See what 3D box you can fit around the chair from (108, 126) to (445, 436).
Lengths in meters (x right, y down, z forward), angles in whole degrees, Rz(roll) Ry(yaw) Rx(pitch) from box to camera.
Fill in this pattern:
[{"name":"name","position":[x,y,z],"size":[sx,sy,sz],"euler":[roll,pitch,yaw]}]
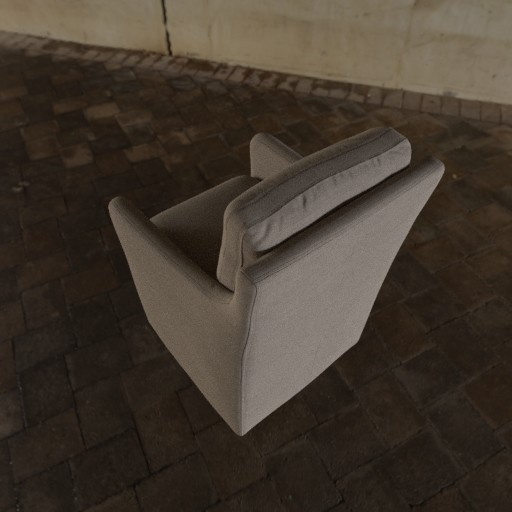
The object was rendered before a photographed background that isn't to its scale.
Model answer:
[{"name":"chair","position":[0.000,0.000,1.368],"size":[0.626,0.914,0.694],"euler":[-31,54,-26]}]
